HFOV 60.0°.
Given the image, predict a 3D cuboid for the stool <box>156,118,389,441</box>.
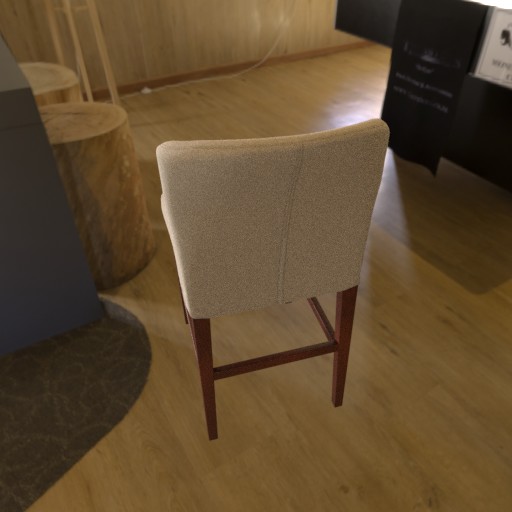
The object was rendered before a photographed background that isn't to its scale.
[{"bbox_3d":[0.000,0.000,1.281,0.479,0.968,0.568,-10,41,-12],"label":"stool"}]
